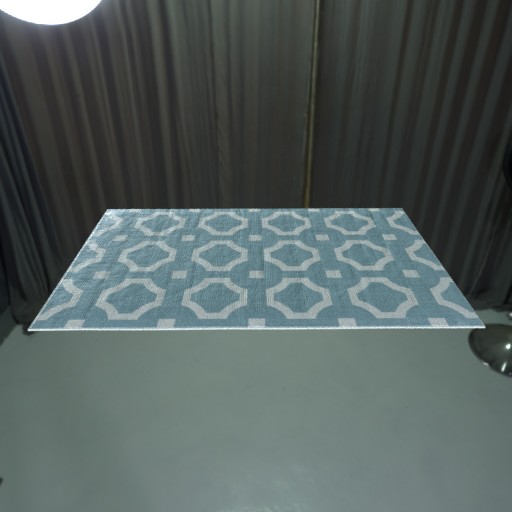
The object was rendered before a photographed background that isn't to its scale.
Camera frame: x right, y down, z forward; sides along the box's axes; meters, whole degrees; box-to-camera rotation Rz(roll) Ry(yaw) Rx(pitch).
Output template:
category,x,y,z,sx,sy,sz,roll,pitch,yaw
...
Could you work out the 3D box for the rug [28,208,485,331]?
category,x,y,z,sx,sy,sz,roll,pitch,yaw
rug,0.000,0.000,3.018,2.443,0.015,1.528,0,31,0
